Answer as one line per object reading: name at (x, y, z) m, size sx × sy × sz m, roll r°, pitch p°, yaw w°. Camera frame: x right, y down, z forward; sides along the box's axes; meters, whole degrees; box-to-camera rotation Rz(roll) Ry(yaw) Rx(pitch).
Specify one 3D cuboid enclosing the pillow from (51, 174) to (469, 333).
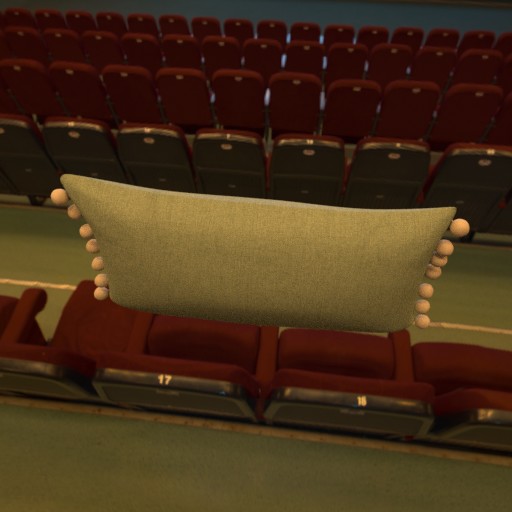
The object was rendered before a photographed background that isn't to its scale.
pillow at (0.000, 0.000, 0.835) m, size 0.709 × 0.322 × 0.201 m, roll 5°, pitch 45°, yaw 5°
